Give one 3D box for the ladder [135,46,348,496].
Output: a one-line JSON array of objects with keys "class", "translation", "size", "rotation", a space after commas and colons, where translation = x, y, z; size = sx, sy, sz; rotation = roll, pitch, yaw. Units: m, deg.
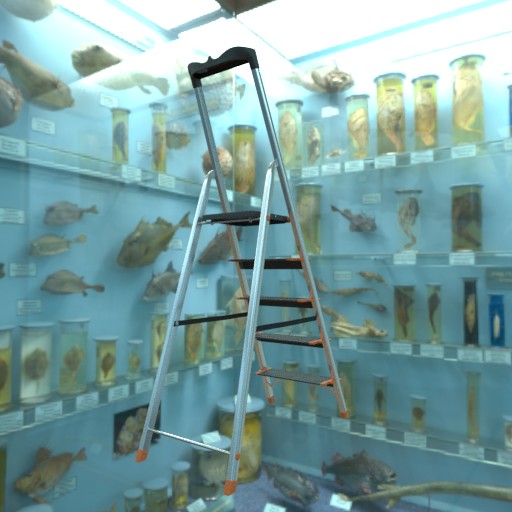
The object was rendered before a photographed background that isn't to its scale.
[{"class": "ladder", "translation": [0.000, 0.000, 2.052], "size": [0.480, 1.646, 0.995], "rotation": [-1, -2, 35]}]
